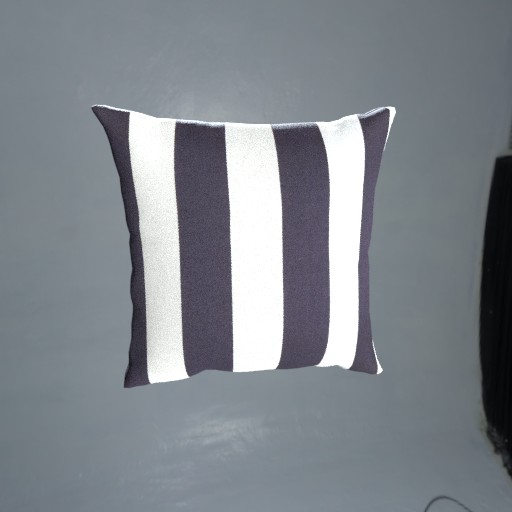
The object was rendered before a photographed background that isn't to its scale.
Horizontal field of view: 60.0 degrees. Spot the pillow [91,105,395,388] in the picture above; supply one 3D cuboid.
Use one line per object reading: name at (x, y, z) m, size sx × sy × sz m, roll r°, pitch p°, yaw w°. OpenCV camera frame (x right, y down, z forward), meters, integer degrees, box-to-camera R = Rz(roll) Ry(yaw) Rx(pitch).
pillow at (0.000, 0.000, 0.815) m, size 0.536 × 0.526 × 0.189 m, roll -2°, pitch 15°, yaw -9°
